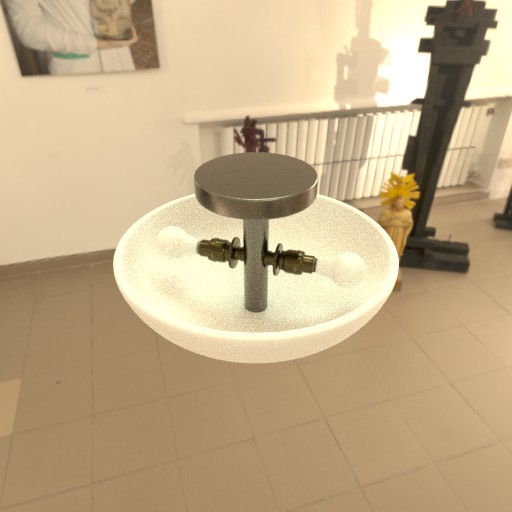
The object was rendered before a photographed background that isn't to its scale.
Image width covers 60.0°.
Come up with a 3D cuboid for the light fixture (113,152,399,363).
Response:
[{"bbox_3d":[0.000,0.000,0.539,0.330,0.214,0.330,0,33,0],"label":"light fixture"}]
